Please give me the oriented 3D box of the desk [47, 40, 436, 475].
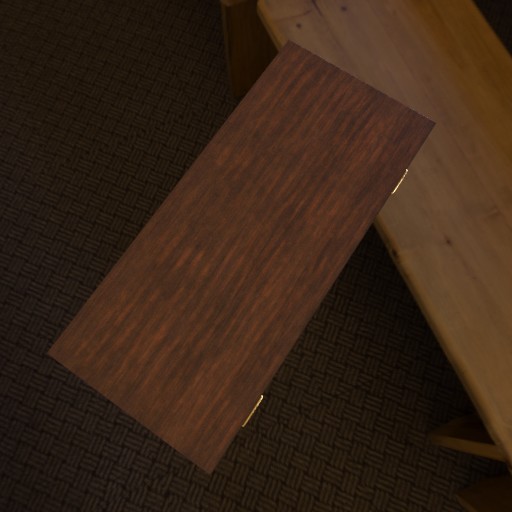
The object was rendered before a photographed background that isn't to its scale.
[{"bbox_3d":[0.000,0.000,2.048,0.724,0.762,1.575,33,78,8],"label":"desk"}]
